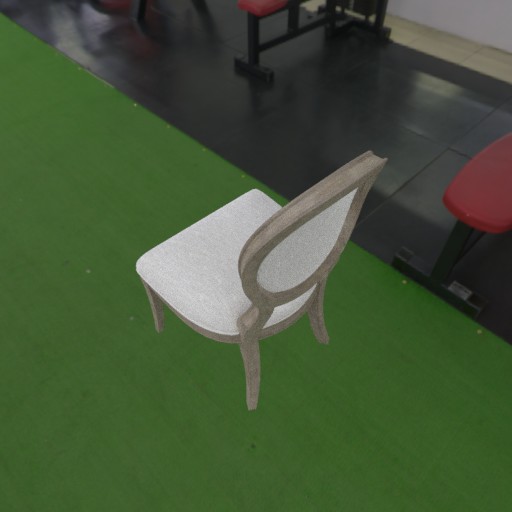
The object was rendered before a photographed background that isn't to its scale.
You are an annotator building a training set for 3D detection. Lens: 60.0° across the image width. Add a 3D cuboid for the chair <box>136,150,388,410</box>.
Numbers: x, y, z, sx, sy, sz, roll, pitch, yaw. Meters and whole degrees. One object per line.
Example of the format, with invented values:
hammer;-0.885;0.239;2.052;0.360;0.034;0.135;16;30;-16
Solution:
chair;0.000;0.000;1.367;0.558;0.990;0.602;-35;57;-26
